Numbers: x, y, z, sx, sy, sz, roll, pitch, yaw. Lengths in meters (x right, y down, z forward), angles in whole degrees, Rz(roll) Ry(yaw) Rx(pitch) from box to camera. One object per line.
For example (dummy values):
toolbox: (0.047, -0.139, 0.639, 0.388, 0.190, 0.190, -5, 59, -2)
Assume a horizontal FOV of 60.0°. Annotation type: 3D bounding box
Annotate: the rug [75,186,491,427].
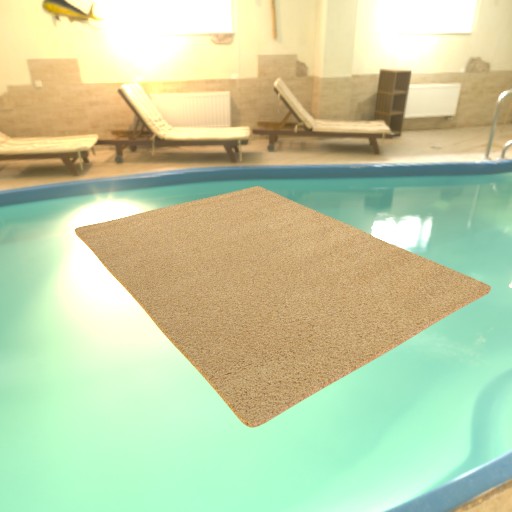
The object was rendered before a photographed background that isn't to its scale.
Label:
rug: (0.000, 0.000, 2.050, 1.199, 0.025, 1.600, -18, 32, -32)
